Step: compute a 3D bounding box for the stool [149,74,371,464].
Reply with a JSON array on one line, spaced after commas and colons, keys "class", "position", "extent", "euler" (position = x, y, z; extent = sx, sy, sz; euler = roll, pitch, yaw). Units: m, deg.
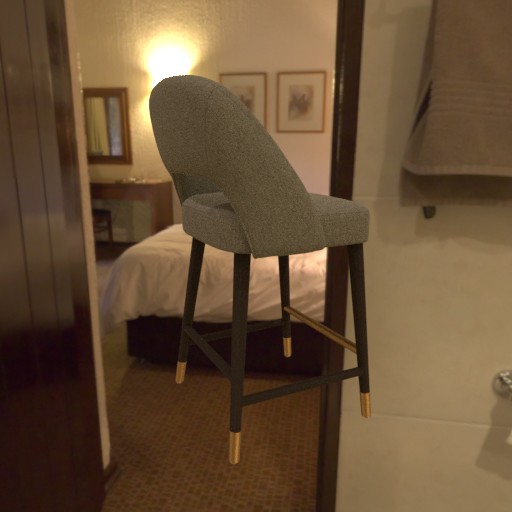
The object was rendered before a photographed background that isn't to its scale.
[{"class": "stool", "position": [0.000, 0.000, 1.269], "extent": [0.524, 0.925, 0.536], "euler": [-7, 15, -27]}]
